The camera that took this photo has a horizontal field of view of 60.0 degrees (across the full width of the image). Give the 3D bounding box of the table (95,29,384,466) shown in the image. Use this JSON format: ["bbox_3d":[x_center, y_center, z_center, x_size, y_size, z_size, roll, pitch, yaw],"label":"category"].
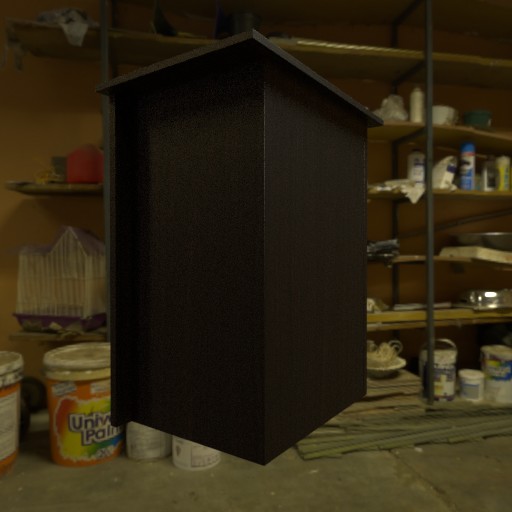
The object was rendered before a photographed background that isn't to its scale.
[{"bbox_3d":[0.000,0.000,1.048,0.406,0.711,0.591,0,1,35],"label":"table"}]
